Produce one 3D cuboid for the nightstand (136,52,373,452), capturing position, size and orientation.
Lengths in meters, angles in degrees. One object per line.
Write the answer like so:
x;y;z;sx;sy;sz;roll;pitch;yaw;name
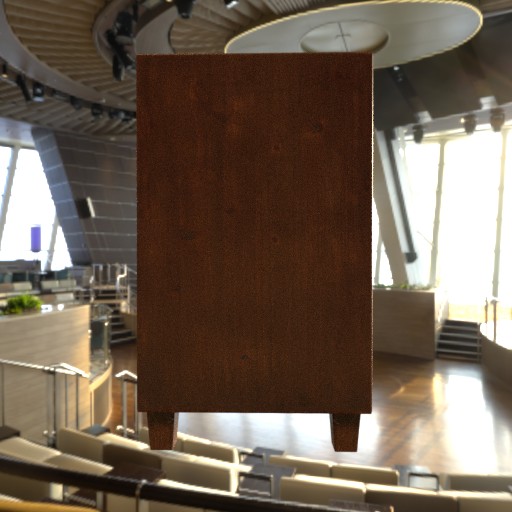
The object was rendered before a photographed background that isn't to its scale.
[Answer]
0.000;0.000;0.989;0.410;0.695;0.465;0;0;1;nightstand
